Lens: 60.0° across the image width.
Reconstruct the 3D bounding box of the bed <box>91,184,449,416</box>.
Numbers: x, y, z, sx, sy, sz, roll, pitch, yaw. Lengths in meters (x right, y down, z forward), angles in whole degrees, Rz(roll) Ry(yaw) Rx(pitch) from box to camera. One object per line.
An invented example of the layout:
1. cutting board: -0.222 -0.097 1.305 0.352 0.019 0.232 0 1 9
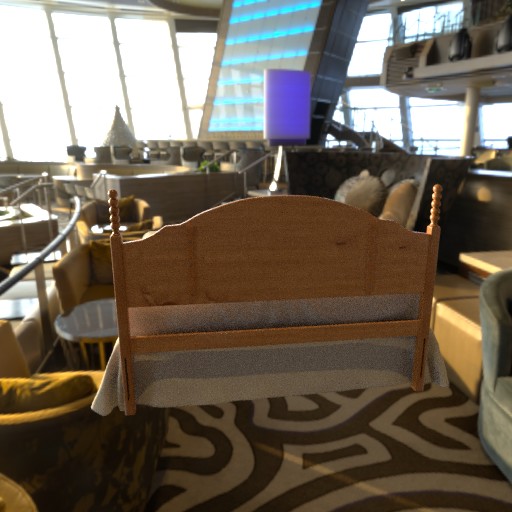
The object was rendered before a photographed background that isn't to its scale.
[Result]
1. bed: 0.000 0.000 3.683 2.322 1.355 2.219 -2 15 -8
